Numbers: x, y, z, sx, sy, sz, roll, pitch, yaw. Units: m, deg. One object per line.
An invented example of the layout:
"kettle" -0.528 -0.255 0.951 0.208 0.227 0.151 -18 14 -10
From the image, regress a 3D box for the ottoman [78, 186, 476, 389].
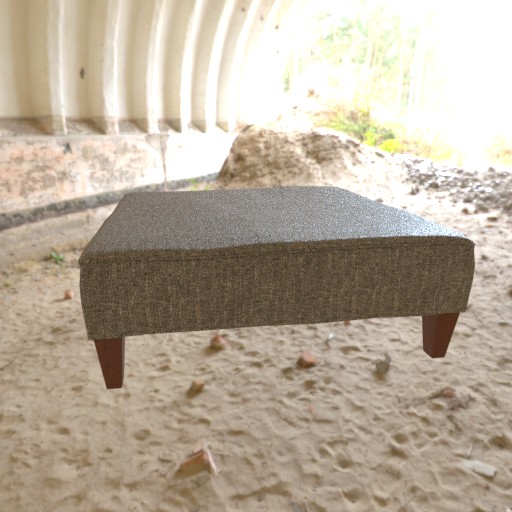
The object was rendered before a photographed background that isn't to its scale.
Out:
"ottoman" 0.000 0.000 1.545 0.981 0.379 1.016 -3 16 -10
